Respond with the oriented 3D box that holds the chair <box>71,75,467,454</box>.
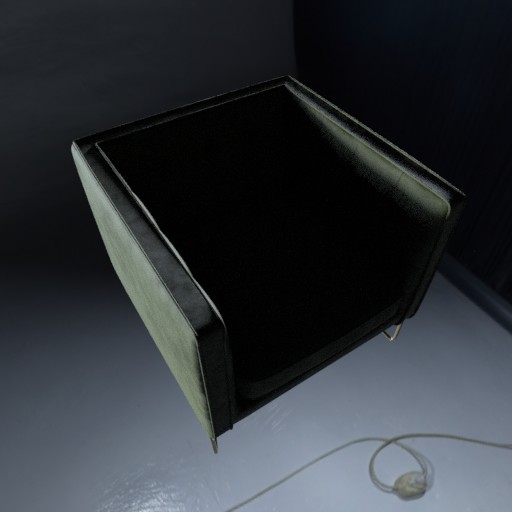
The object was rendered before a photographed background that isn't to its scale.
[{"bbox_3d":[0.000,0.000,1.593,0.880,0.790,0.894,-25,52,-21],"label":"chair"}]
